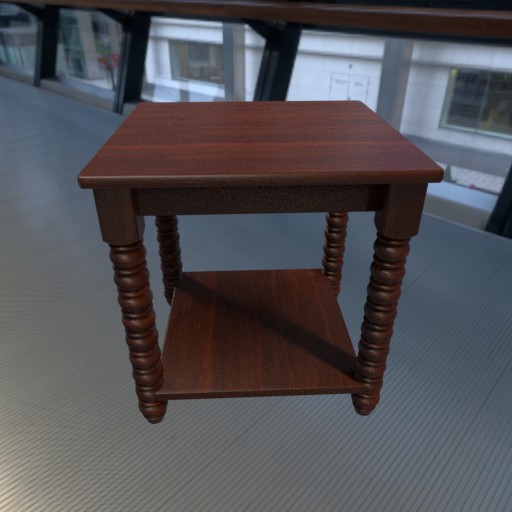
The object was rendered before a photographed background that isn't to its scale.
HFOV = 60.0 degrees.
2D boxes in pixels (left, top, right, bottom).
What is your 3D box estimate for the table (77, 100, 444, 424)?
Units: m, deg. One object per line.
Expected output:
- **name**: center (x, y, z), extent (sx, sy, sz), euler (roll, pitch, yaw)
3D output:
- **table**: center (0.000, 0.000, 0.990), extent (0.533, 0.567, 0.500), euler (-1, 31, -2)
